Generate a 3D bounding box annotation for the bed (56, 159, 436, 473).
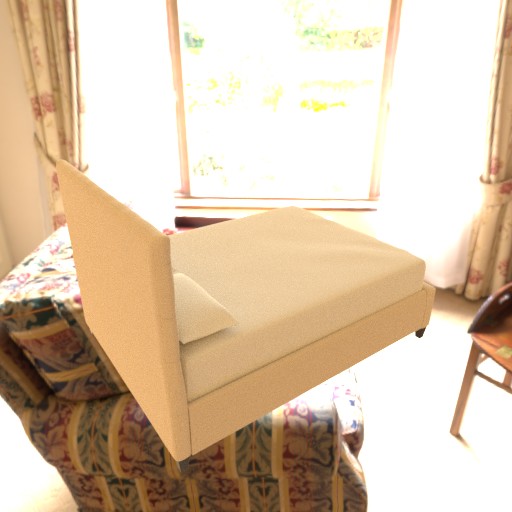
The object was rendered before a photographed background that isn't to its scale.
[{"bbox_3d":[0.000,0.000,3.316,2.233,1.426,1.696,-17,31,-32],"label":"bed"}]
